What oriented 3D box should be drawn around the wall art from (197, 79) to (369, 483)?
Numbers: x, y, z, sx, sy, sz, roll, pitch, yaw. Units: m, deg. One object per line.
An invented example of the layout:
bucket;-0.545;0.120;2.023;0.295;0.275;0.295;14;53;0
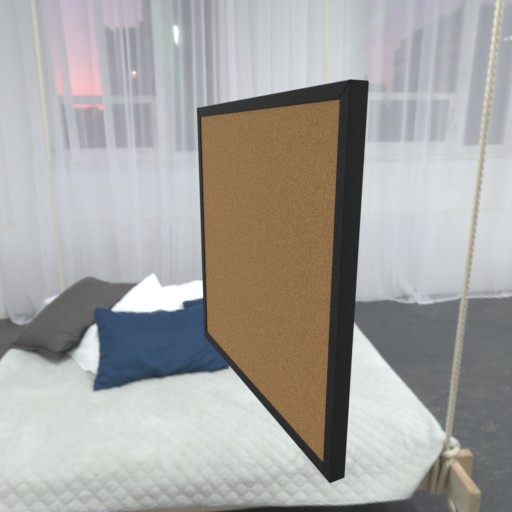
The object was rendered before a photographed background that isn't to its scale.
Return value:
wall art;0.000;0.000;1.134;0.037;0.763;0.763;-7;16;-25
